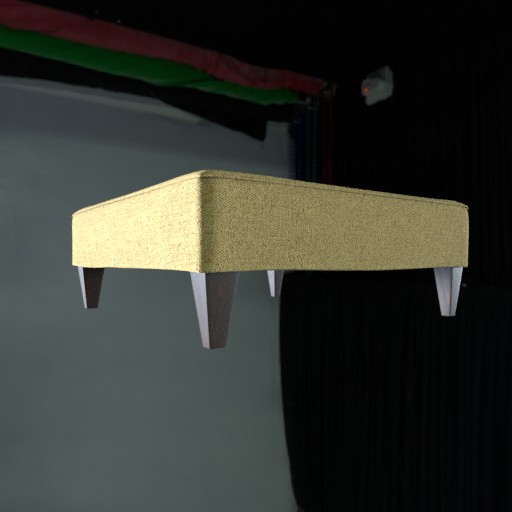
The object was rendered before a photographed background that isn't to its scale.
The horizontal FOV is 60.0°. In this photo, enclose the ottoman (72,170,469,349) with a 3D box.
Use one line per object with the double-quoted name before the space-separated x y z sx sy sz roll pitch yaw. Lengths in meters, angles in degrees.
"ottoman" 0.000 0.000 1.500 0.970 0.378 0.981 0 0 -36
